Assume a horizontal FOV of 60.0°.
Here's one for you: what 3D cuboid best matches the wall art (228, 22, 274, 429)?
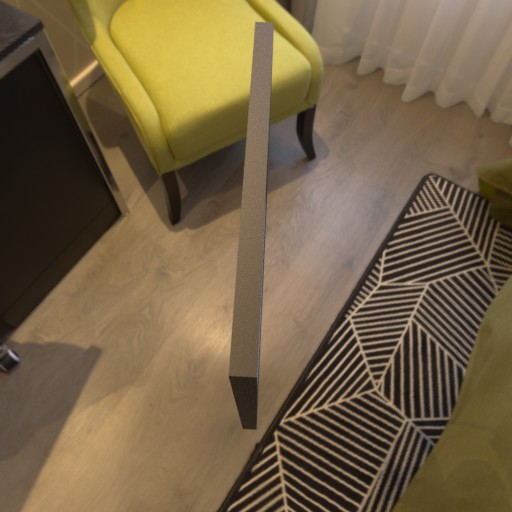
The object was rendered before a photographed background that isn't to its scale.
[{"bbox_3d":[0.000,0.000,1.146,0.042,0.766,0.769,3,63,1],"label":"wall art"}]
